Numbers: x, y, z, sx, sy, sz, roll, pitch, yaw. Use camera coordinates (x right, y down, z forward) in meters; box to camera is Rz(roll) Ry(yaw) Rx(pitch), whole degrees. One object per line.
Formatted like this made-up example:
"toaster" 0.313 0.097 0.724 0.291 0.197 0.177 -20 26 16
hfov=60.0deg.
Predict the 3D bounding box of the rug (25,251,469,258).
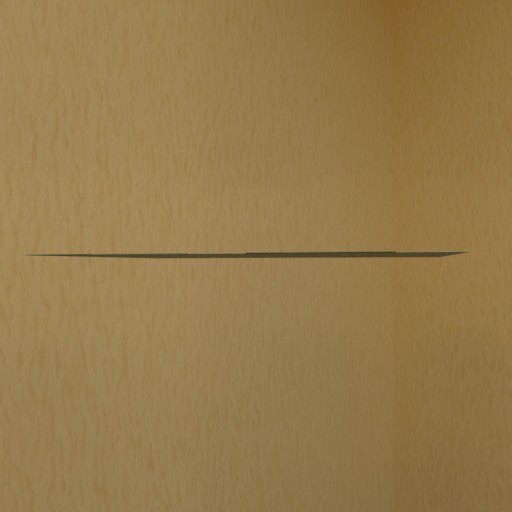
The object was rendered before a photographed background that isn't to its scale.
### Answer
"rug" 0.000 0.000 2.998 2.420 0.005 1.528 0 -1 18
